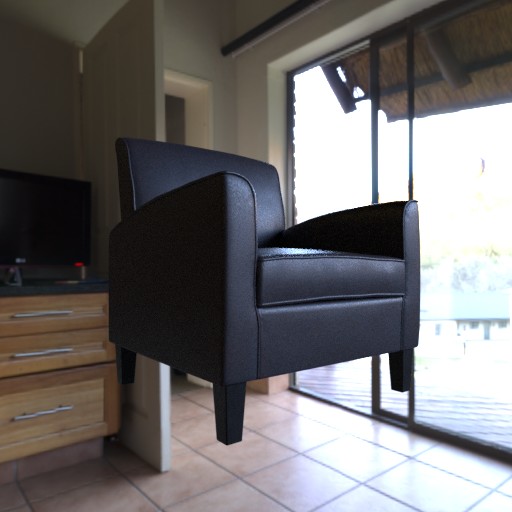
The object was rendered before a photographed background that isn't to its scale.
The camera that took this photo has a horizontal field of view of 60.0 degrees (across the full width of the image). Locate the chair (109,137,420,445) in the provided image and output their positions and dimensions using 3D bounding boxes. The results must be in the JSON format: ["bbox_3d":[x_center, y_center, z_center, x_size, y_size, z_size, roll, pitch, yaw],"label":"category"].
[{"bbox_3d":[0.000,0.000,1.577,0.820,0.916,0.819,1,-1,-38],"label":"chair"}]
